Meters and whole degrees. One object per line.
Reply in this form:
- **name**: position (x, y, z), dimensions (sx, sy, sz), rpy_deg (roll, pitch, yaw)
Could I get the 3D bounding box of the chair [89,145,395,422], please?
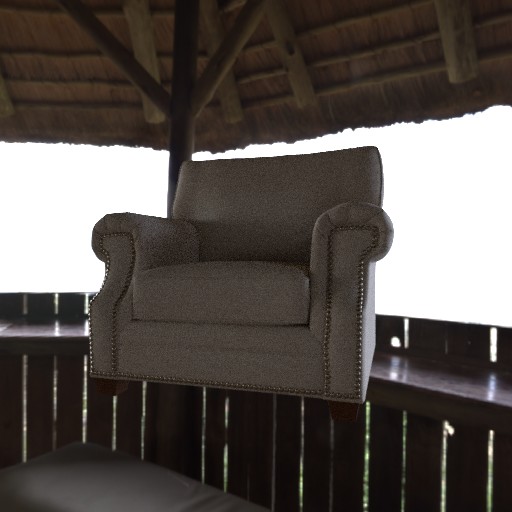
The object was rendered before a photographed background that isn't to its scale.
- **chair**: position (0.000, 0.000, 1.834), dimensions (1.092, 0.961, 0.965), rpy_deg (0, 0, 17)
